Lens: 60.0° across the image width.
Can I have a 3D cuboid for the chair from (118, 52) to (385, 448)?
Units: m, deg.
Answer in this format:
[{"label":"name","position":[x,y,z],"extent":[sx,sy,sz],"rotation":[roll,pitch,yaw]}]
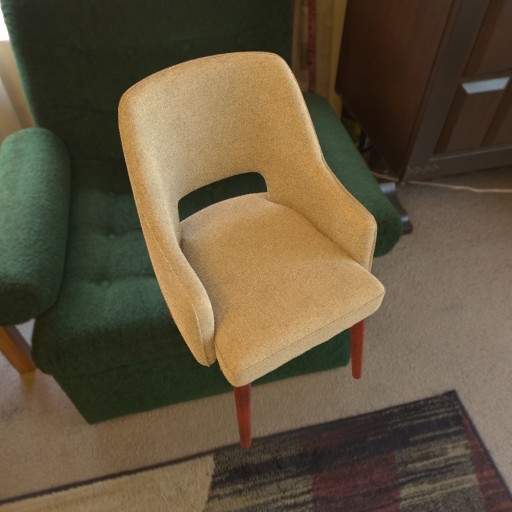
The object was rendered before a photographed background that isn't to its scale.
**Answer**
[{"label":"chair","position":[0.000,0.000,1.209],"extent":[0.548,0.849,0.605],"rotation":[-24,53,-20]}]
